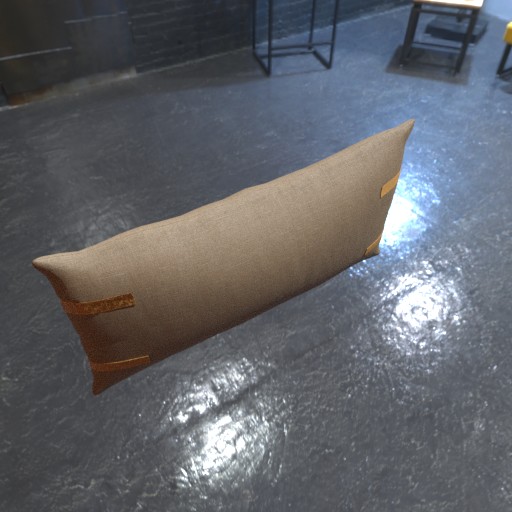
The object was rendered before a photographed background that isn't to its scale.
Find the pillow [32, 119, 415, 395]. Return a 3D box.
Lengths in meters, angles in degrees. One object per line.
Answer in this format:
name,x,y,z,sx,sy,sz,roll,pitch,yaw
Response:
pillow,0.000,0.000,0.713,0.612,0.308,0.148,-24,50,-22
